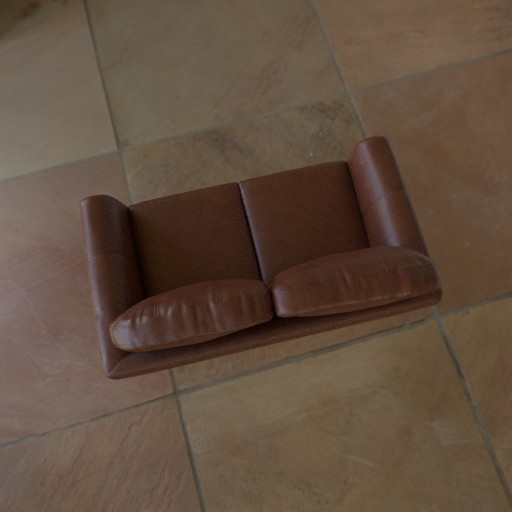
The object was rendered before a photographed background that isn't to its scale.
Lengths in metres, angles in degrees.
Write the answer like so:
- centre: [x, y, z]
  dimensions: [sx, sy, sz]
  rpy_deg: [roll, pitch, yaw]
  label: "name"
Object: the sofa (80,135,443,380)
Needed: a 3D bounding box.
- centre: [0.000, 0.000, 1.982]
  dimensions: [1.406, 0.906, 0.805]
  rpy_deg: [-13, 75, -3]
  label: "sofa"
